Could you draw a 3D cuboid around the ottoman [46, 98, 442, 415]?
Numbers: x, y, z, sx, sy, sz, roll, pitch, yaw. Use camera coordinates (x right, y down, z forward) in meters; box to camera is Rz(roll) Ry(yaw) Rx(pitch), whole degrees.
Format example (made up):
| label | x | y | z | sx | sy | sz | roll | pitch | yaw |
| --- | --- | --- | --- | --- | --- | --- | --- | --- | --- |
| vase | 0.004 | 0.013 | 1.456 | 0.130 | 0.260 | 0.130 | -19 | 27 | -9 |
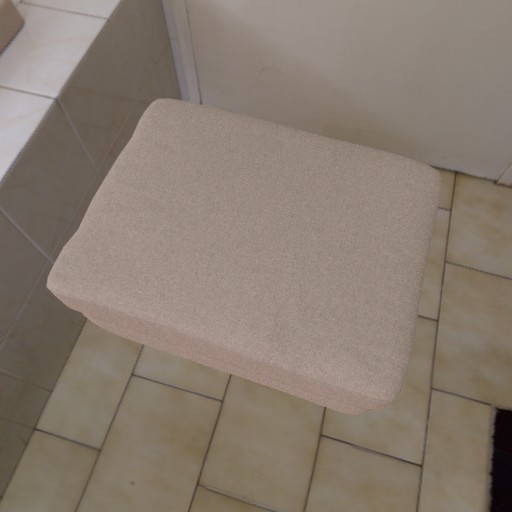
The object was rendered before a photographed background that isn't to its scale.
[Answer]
| label | x | y | z | sx | sy | sz | roll | pitch | yaw |
| --- | --- | --- | --- | --- | --- | --- | --- | --- | --- |
| ottoman | 0.000 | 0.000 | 1.339 | 0.902 | 0.511 | 0.692 | 17 | 65 | 8 |
